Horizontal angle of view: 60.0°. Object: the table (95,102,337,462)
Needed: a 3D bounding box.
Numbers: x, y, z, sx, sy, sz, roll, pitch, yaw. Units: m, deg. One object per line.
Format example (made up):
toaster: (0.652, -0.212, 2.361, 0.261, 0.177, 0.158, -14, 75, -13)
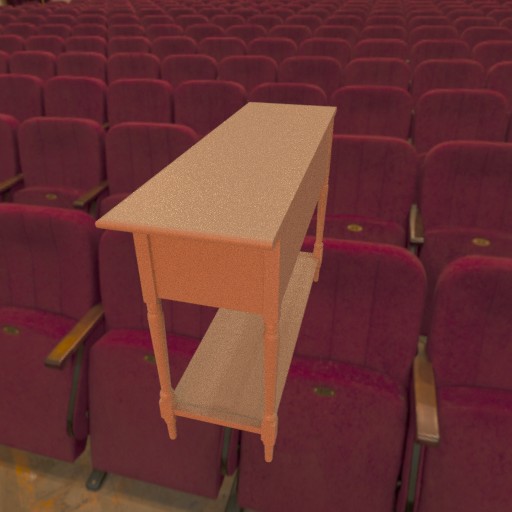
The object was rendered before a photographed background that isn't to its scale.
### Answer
table: (0.000, 0.000, 1.587, 0.384, 0.808, 1.197, 8, 32, 13)
